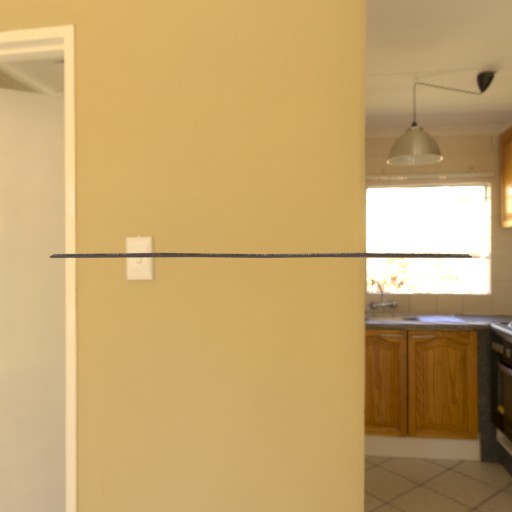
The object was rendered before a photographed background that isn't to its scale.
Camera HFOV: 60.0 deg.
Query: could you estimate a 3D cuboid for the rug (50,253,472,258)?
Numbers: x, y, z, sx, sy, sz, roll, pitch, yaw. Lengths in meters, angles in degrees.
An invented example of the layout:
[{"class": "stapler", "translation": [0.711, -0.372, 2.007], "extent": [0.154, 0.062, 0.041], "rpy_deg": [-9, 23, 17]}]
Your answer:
[{"class": "rug", "translation": [0.000, 0.000, 4.643], "extent": [2.716, 0.035, 3.612], "rpy_deg": [0, 0, -1]}]
